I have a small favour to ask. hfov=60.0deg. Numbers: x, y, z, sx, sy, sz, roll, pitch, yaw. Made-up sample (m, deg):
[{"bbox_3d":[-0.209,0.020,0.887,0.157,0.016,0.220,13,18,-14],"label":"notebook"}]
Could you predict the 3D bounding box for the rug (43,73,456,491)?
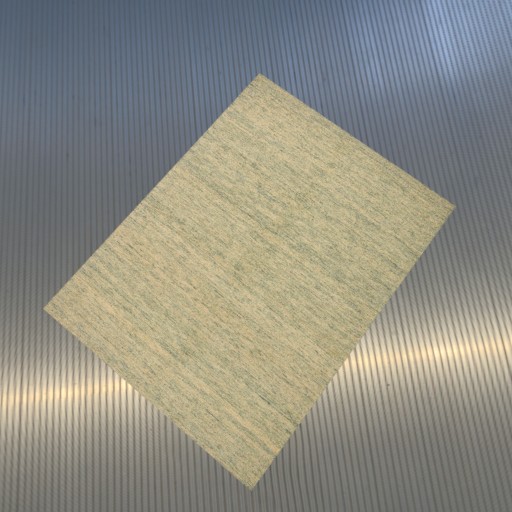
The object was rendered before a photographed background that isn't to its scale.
[{"bbox_3d":[0.000,0.000,4.184,2.437,0.014,3.201,37,78,9],"label":"rug"}]
